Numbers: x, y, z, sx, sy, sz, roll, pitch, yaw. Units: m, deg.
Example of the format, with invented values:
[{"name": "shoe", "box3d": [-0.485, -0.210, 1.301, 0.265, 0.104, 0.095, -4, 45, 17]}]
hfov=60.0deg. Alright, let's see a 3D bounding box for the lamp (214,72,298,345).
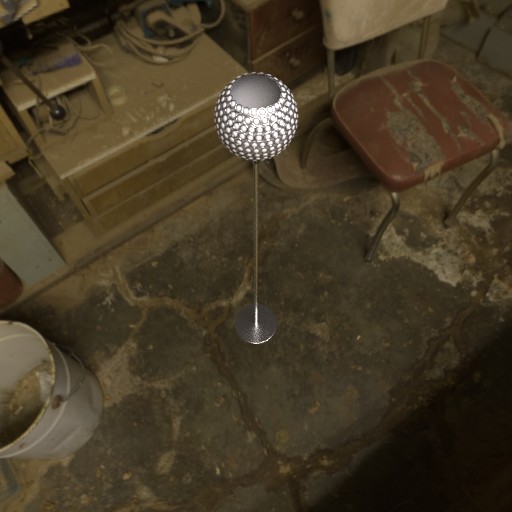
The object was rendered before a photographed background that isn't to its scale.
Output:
[{"name": "lamp", "box3d": [0.000, 0.000, 1.926, 0.254, 1.805, 0.254, 0, 62, 0]}]
